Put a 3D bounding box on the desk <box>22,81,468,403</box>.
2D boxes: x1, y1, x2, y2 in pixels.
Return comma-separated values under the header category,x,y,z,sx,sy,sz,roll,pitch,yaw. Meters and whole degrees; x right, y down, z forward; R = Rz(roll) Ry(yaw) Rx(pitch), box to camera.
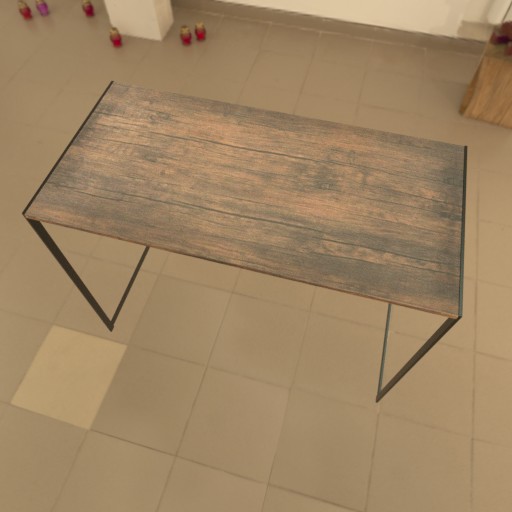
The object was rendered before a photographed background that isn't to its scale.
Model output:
category,x,y,z,sx,sy,sz,roll,pitch,yaw
desk,0.000,0.000,1.426,1.015,0.747,0.505,13,60,8
